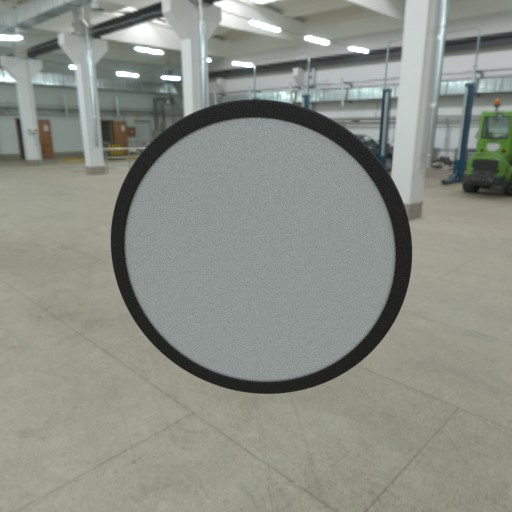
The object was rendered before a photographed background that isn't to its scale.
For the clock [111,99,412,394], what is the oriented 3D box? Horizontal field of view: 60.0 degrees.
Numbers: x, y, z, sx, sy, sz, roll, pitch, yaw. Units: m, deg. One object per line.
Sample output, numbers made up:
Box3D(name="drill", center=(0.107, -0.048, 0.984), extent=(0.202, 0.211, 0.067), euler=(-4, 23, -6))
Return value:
Box3D(name="clock", center=(0.000, 0.000, 0.442), extent=(0.293, 0.293, 0.040), euler=(2, 16, 9))
